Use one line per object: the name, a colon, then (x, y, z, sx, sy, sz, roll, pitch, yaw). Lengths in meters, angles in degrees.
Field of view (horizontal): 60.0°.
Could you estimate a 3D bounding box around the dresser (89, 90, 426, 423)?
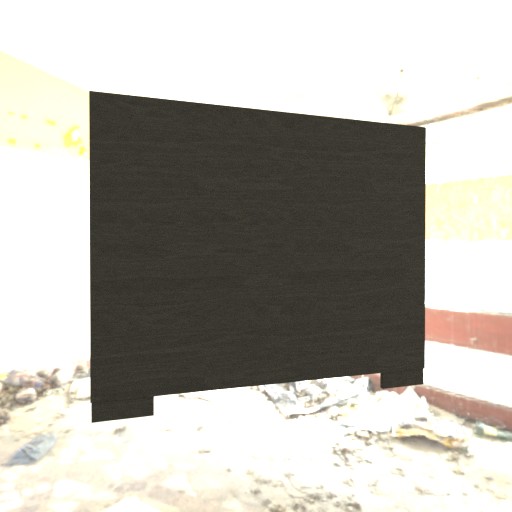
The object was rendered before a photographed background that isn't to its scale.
dresser: (0.000, 0.000, 1.433, 0.994, 0.816, 0.404, 0, 1, -19)
